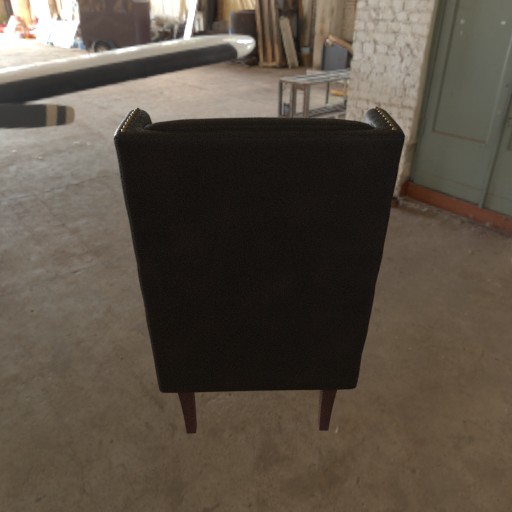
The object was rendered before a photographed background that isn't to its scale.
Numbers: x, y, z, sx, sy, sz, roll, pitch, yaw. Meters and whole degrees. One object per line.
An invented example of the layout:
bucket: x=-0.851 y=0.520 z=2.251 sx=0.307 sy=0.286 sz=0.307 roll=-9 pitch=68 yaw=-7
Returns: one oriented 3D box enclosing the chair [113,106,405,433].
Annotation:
chair: x=0.000 y=0.000 z=1.634 sx=0.703 sy=1.142 sz=0.799 roll=-1 pitch=30 yaw=-1
